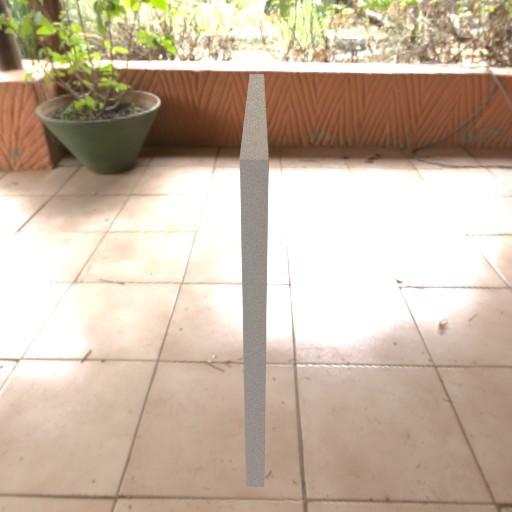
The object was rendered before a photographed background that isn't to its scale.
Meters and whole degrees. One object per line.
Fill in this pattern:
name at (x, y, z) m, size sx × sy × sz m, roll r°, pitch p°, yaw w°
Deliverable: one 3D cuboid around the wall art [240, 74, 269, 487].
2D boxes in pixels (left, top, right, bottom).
wall art at (0.000, 0.000, 1.143) m, size 0.041 × 0.765 × 0.768 m, roll 0°, pitch 31°, yaw 0°
